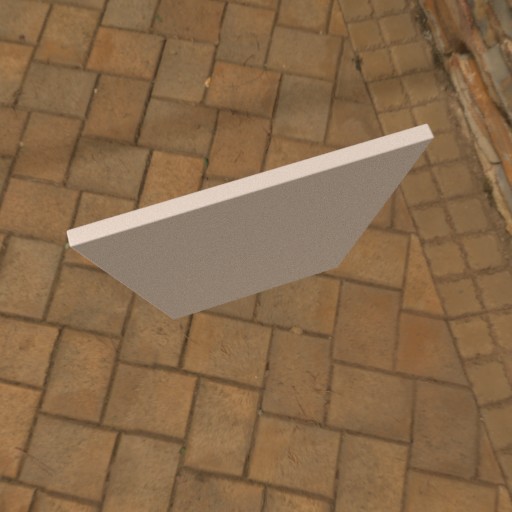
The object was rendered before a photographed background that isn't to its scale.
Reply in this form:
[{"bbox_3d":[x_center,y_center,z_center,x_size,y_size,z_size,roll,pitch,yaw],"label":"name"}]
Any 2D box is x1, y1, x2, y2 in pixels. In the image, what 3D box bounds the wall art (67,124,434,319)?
[{"bbox_3d":[0.000,0.000,1.037,0.556,0.813,0.026,-17,75,-5],"label":"wall art"}]
